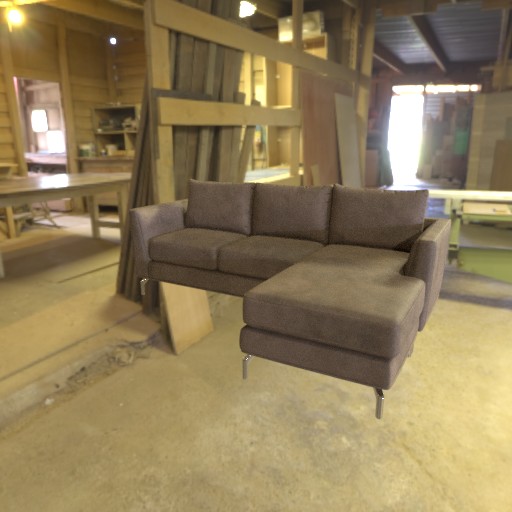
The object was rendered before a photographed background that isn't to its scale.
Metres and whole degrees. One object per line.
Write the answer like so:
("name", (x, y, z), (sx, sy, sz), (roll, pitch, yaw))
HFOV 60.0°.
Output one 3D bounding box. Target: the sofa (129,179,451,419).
("sofa", (0.000, 0.000, 3.249), (2.438, 0.987, 1.622), (8, 17, 28))
